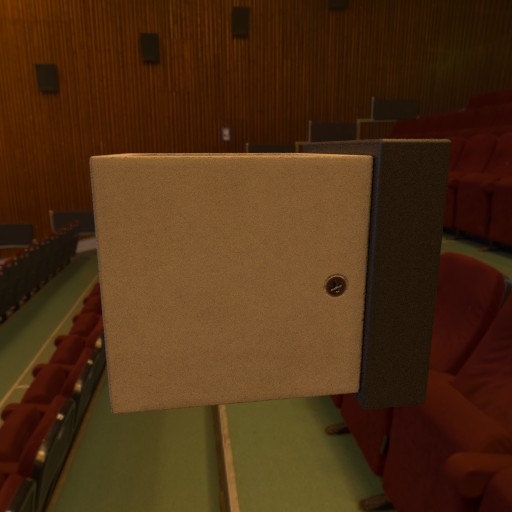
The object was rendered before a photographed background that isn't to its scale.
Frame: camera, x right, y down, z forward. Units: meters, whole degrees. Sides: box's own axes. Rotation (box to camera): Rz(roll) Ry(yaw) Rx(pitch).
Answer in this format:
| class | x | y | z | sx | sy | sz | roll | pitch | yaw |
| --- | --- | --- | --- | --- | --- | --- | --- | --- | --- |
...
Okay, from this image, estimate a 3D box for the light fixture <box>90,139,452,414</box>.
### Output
| class | x | y | z | sx | sy | sz | roll | pitch | yaw |
| --- | --- | --- | --- | --- | --- | --- | --- | --- | --- |
| light fixture | 0.000 | 0.000 | 0.240 | 0.143 | 0.121 | 0.121 | -2 | 14 | -9 |
